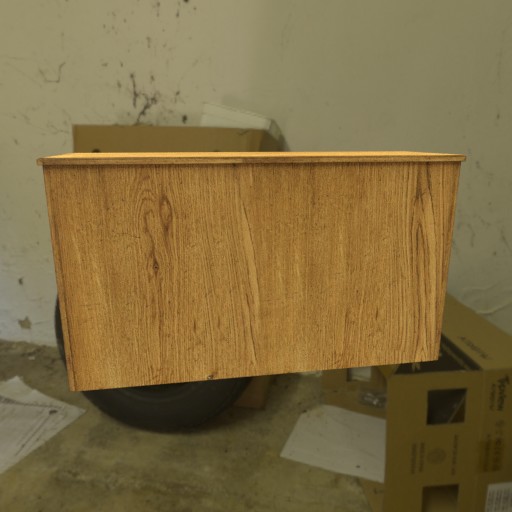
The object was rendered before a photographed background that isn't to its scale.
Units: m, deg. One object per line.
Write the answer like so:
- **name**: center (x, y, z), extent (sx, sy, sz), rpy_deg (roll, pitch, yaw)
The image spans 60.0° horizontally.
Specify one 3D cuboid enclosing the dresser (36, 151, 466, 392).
- **dresser**: center (0.000, 0.000, 2.074), extent (1.657, 0.932, 0.563), rpy_deg (-2, 15, -9)
